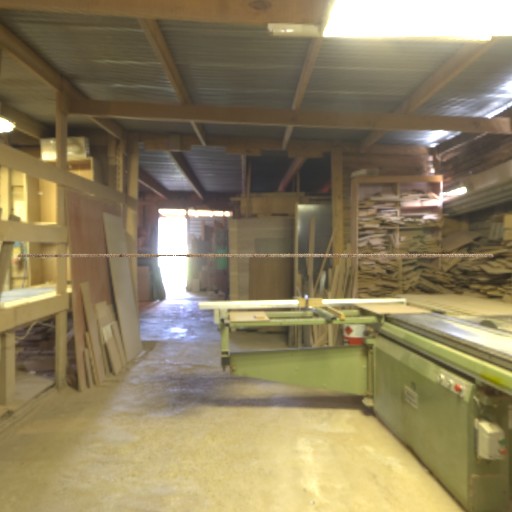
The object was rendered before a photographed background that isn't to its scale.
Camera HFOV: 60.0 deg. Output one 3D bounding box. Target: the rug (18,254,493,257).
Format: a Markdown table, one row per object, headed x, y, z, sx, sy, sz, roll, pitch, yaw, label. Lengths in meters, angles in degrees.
| x | y | z | sx | sy | sz | roll | pitch | yaw | label |
| --- | --- | --- | --- | --- | --- | --- | --- | --- | --- |
| 0.000 | 0.000 | 2.899 | 2.292 | 0.014 | 1.528 | 0 | 0 | 1 | rug |
